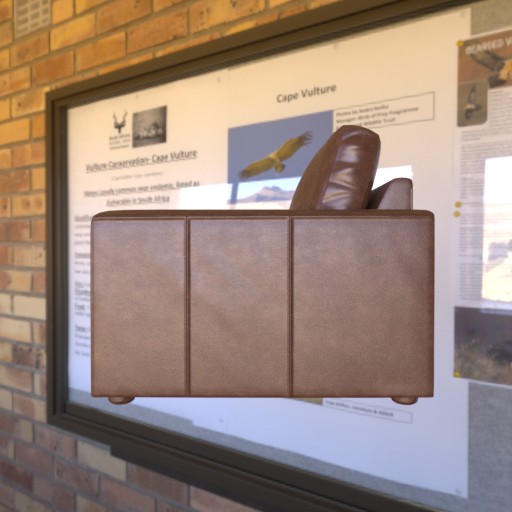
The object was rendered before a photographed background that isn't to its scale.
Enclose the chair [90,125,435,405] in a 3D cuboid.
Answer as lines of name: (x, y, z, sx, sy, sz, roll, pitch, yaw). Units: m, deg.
chair: (0.000, 0.000, 1.743, 1.016, 0.873, 1.005, 0, 1, 0)
